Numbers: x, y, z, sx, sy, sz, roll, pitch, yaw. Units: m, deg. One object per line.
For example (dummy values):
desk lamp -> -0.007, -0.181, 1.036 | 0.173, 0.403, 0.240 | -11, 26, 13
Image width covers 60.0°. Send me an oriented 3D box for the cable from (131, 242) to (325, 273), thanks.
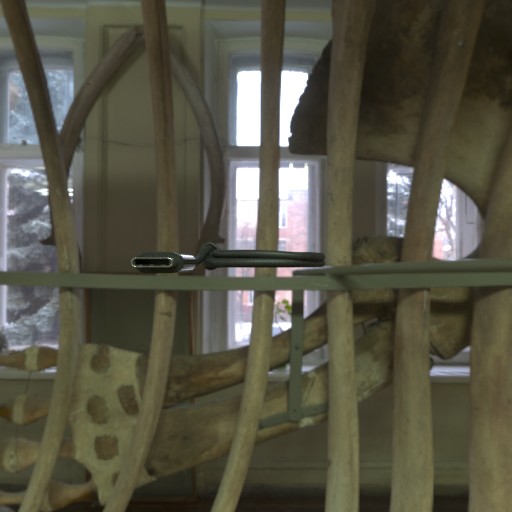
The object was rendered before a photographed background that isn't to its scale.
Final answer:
cable -> 0.000, 0.000, 0.221 | 0.070, 0.014, 0.203 | 0, -1, 0
